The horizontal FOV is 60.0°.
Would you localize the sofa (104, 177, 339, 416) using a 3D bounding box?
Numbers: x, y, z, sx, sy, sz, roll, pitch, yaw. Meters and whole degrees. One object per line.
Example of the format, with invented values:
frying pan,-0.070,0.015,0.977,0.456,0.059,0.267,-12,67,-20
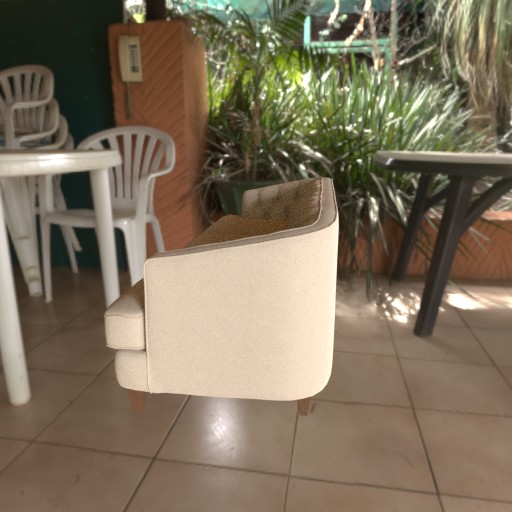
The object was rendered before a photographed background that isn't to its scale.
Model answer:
sofa,0.000,0.000,2.766,0.941,0.855,2.278,2,15,8
